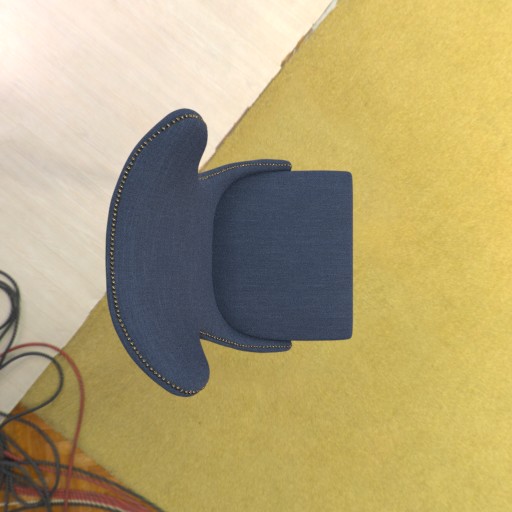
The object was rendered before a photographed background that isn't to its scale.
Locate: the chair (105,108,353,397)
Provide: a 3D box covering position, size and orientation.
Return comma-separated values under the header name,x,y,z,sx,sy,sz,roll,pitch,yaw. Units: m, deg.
name,x,y,z,sx,sy,sz,roll,pitch,yaw
chair,0.000,0.000,1.375,0.635,0.967,0.628,0,90,-1
